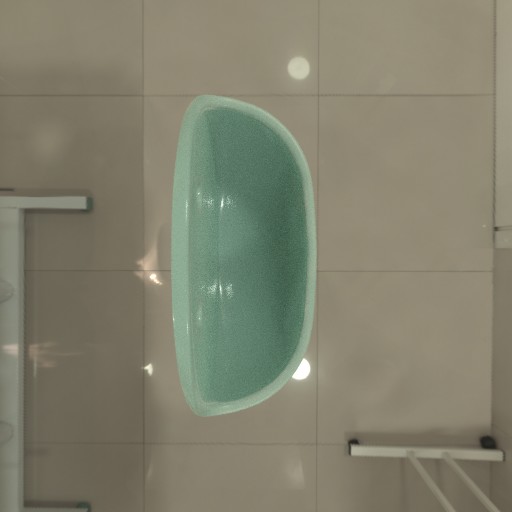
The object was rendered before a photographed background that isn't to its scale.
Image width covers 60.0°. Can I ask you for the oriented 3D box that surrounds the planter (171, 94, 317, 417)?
[{"bbox_3d":[0.000,0.000,0.272,0.073,0.164,0.189,0,91,1],"label":"planter"}]
